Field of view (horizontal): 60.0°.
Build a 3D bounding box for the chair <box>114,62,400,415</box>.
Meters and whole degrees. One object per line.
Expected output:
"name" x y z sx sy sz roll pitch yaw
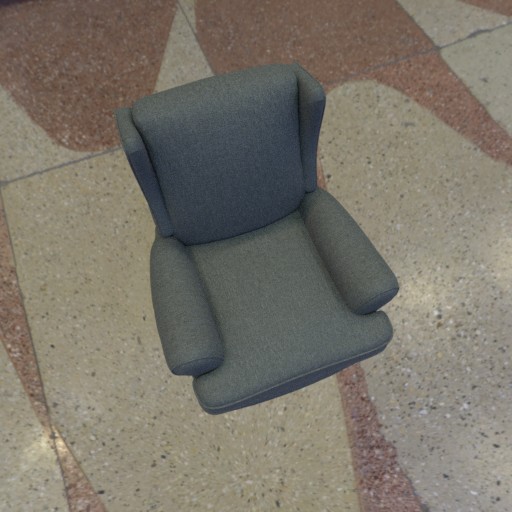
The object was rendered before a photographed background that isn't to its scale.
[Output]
"chair" 0.000 0.000 1.695 0.847 1.011 0.969 -18 65 -9
